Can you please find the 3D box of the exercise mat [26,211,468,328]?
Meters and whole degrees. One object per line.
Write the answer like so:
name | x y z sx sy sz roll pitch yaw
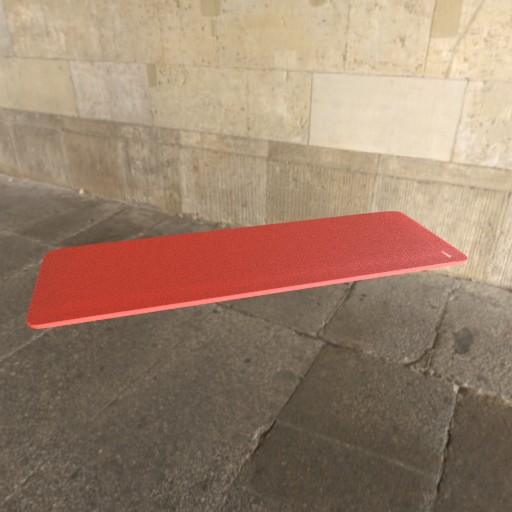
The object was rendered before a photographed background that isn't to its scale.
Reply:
exercise mat | 0.000 0.000 2.032 1.869 0.021 0.616 -7 29 -14
